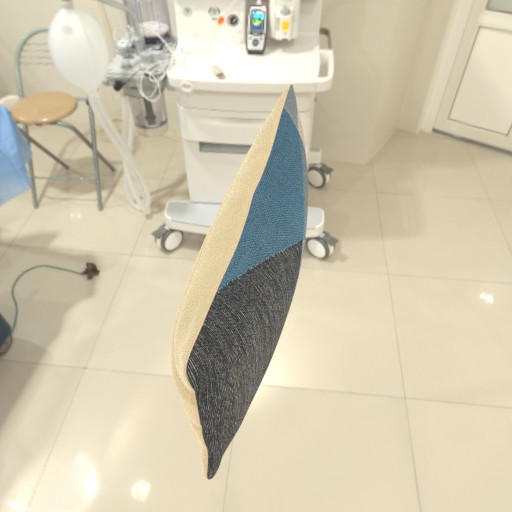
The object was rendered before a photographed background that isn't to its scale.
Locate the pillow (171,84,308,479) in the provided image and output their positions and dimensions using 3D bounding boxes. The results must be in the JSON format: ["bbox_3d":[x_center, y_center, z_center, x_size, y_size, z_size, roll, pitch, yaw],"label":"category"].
[{"bbox_3d":[0.000,0.000,0.717,0.148,0.307,0.604,9,47,9],"label":"pillow"}]
